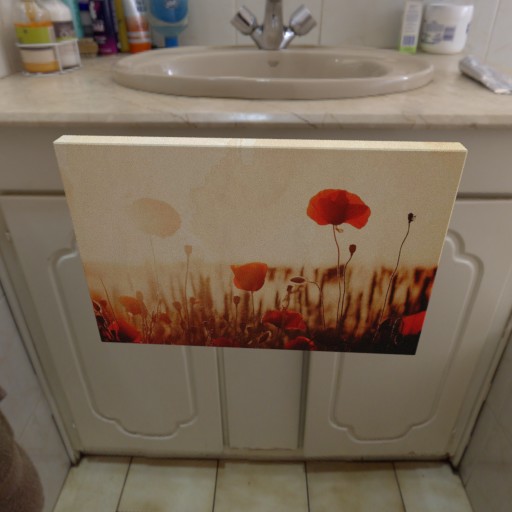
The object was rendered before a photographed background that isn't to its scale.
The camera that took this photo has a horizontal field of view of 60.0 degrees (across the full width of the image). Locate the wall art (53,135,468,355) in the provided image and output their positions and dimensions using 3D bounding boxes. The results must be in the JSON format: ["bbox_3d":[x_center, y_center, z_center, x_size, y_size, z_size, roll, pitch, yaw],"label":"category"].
[{"bbox_3d":[0.000,0.000,0.773,0.613,0.402,0.040,2,32,3],"label":"wall art"}]
